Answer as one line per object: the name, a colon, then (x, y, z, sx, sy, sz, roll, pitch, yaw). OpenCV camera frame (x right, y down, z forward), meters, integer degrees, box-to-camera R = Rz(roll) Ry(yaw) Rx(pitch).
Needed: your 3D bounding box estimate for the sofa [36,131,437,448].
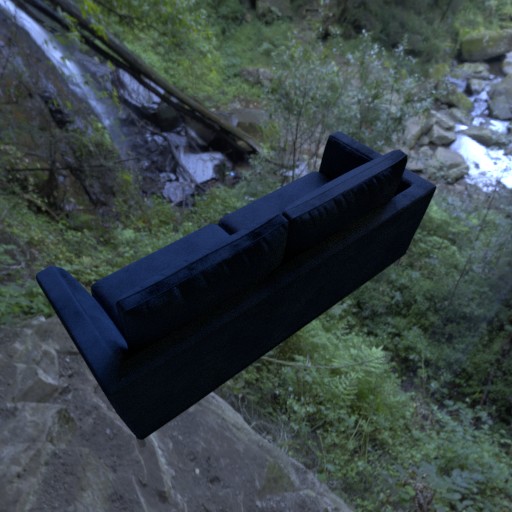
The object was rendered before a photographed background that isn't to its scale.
sofa: (0.000, 0.000, 2.663, 2.212, 0.998, 0.853, -30, 53, -26)
